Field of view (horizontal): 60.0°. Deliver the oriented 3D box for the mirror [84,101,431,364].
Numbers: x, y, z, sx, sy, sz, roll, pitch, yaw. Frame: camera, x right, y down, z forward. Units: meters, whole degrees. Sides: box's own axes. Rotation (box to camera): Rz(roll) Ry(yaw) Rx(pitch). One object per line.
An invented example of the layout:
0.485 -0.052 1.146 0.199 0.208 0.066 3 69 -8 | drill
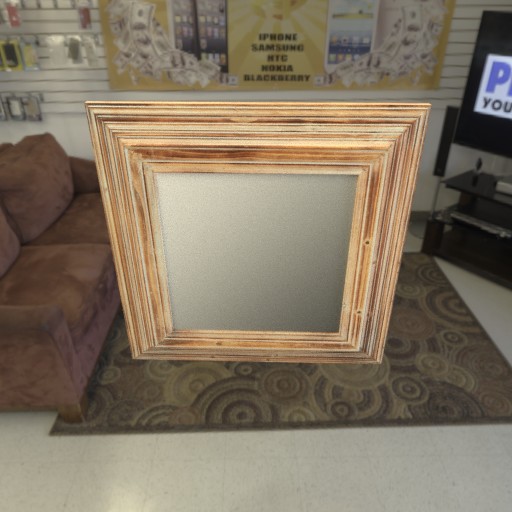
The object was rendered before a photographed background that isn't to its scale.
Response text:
0.000 0.000 1.220 0.804 0.804 0.061 1 30 1 | mirror
